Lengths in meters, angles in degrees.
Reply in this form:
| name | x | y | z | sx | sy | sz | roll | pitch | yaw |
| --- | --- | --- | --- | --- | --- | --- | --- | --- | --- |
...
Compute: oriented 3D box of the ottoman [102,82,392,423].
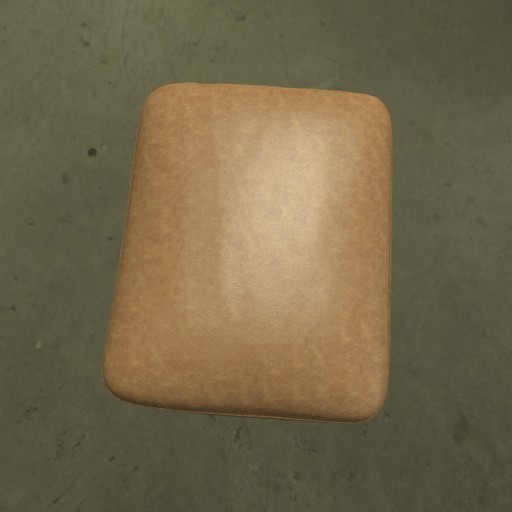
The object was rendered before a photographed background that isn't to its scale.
| name | x | y | z | sx | sy | sz | roll | pitch | yaw |
| --- | --- | --- | --- | --- | --- | --- | --- | --- | --- |
| ottoman | 0.000 | 0.000 | 1.132 | 0.593 | 0.478 | 0.747 | 4 | 77 | 1 |
